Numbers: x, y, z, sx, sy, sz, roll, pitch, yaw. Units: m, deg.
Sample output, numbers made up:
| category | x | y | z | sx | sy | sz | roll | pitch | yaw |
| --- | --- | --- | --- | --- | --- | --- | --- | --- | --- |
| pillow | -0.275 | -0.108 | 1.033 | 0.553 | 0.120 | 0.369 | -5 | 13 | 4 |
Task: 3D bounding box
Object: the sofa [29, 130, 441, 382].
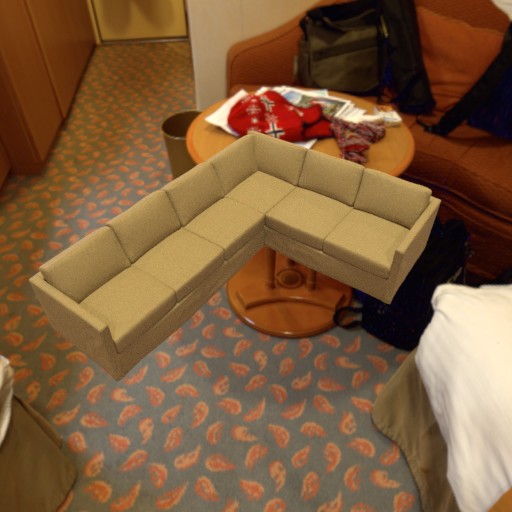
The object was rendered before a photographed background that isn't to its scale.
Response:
| category | x | y | z | sx | sy | sz | roll | pitch | yaw |
| --- | --- | --- | --- | --- | --- | --- | --- | --- | --- |
| sofa | 0.000 | 0.000 | 4.290 | 2.432 | 0.871 | 3.182 | 26 | 49 | 26 |
